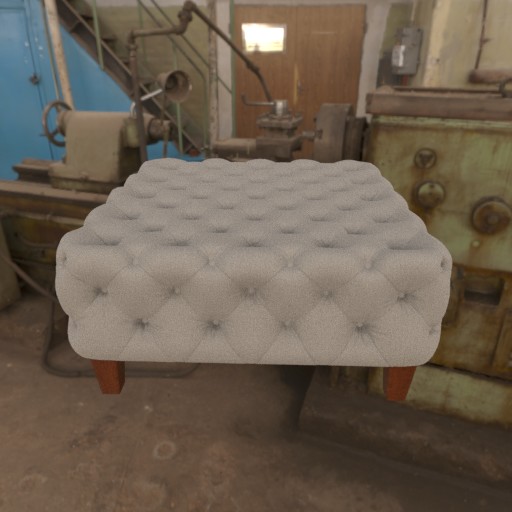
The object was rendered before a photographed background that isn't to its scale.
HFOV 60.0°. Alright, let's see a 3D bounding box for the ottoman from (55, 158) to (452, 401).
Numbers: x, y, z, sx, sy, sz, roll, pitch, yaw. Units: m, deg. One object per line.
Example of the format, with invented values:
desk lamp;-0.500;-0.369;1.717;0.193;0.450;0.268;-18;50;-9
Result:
ottoman;0.000;0.000;1.413;0.917;0.439;0.911;1;26;2
